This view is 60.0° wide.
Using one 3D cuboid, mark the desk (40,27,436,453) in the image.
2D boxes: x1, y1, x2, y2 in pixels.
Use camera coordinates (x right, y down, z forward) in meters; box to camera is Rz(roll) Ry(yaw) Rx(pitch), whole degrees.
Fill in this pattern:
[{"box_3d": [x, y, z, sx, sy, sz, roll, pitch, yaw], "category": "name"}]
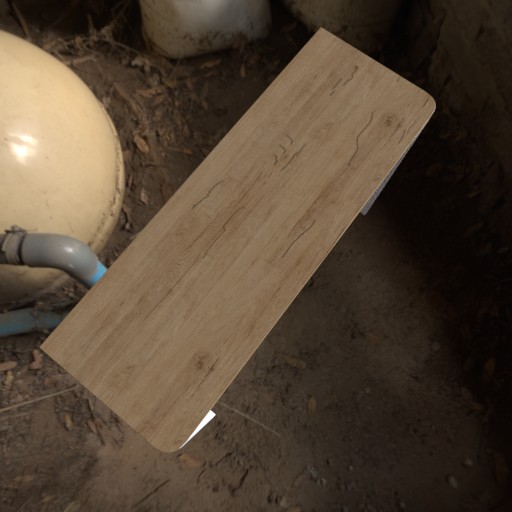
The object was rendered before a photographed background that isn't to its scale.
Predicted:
[{"box_3d": [0.000, 0.000, 1.451, 0.390, 0.760, 1.100, 37, 78, 9], "category": "desk"}]
